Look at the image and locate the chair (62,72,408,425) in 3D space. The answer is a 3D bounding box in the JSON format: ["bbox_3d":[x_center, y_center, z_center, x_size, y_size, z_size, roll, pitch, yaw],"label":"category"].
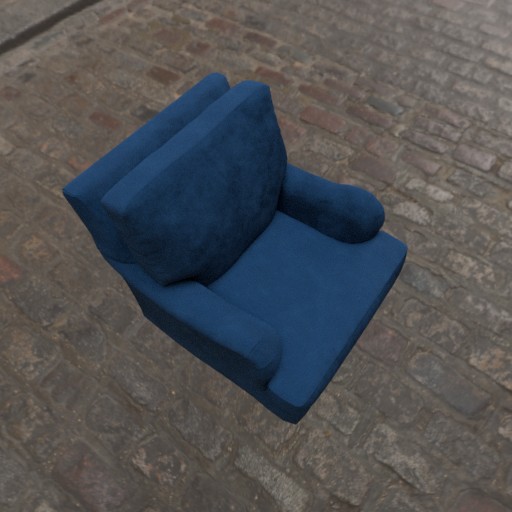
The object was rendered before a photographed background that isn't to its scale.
[{"bbox_3d":[0.000,0.000,1.906,1.078,1.076,0.895,32,63,19],"label":"chair"}]
